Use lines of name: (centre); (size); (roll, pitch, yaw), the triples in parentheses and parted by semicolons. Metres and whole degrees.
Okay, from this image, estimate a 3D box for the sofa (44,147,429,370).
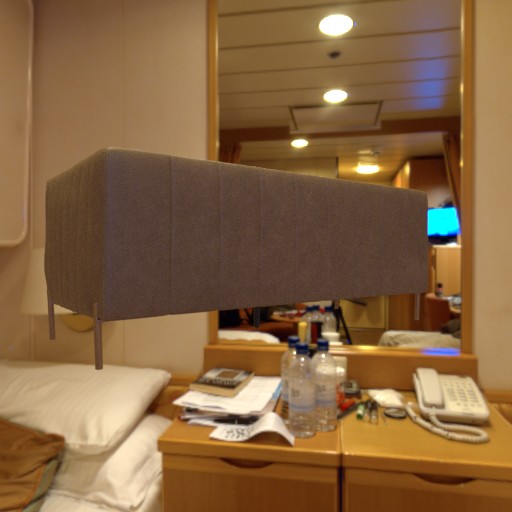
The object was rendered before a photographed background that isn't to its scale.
sofa: (0.000, 0.000, 2.393); (1.980, 0.779, 0.876); (0, 1, -37)
